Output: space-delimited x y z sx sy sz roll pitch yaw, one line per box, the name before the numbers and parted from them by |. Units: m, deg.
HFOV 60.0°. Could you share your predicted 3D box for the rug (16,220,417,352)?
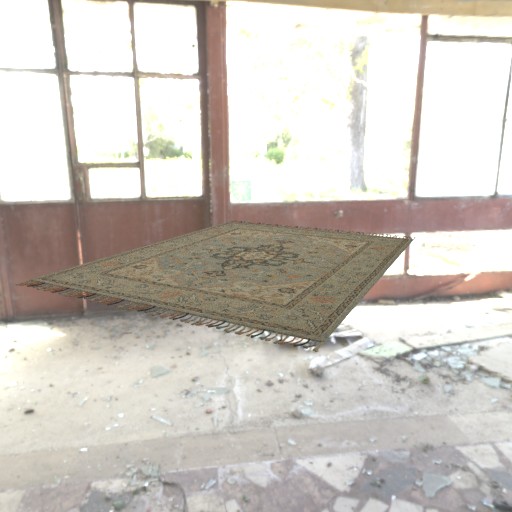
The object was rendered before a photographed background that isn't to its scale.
rug | 0.000 0.000 3.416 1.971 0.010 2.651 7 16 27
